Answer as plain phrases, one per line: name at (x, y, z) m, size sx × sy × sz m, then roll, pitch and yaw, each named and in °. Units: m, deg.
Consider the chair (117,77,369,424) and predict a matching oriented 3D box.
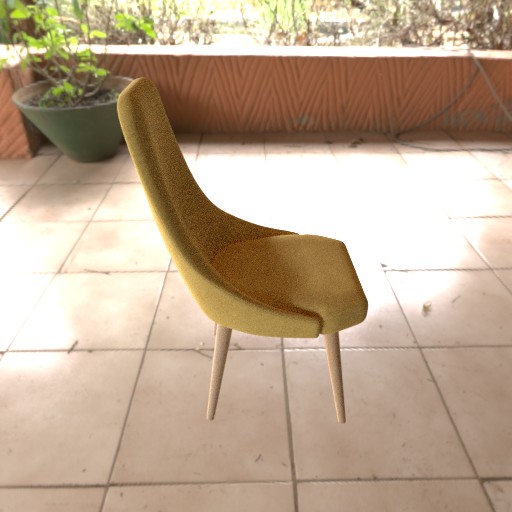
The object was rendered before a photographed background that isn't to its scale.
chair at (0.000, 0.000, 1.406) m, size 0.660 × 1.040 × 0.510 m, roll -1°, pitch 32°, yaw -2°
